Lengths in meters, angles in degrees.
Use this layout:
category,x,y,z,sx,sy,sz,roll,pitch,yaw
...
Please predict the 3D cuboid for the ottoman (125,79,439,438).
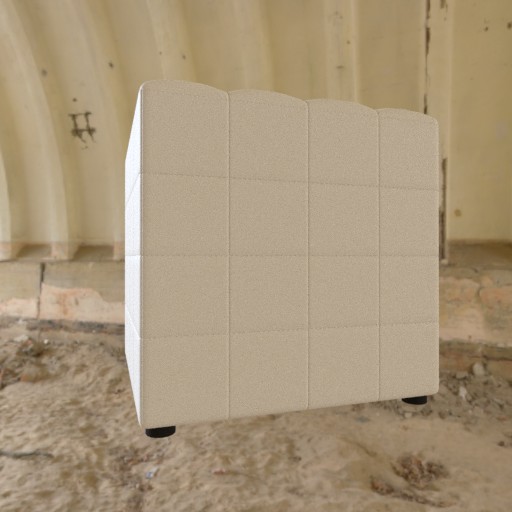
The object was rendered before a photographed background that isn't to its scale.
category,x,y,z,sx,sy,sz,roll,pitch,yaw
ottoman,0.000,0.000,0.777,0.425,0.432,0.425,0,0,-19
